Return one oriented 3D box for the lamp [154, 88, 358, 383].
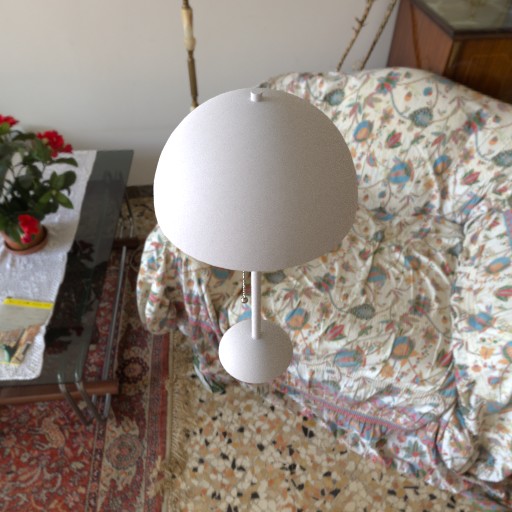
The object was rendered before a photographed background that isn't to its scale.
[{"bbox_3d":[0.000,0.000,0.431,0.171,0.330,0.171,0,46,0],"label":"lamp"}]
